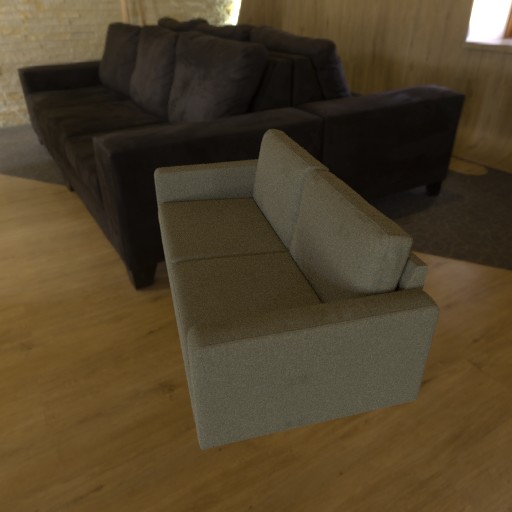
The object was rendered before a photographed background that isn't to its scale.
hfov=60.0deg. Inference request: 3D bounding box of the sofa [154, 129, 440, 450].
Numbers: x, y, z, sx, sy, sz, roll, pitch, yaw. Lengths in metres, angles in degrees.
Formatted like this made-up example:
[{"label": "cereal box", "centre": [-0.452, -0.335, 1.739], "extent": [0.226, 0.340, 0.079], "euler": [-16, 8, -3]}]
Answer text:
[{"label": "sofa", "centre": [0.000, 0.000, 2.269], "extent": [0.889, 0.897, 1.730], "euler": [-8, 31, -13]}]
